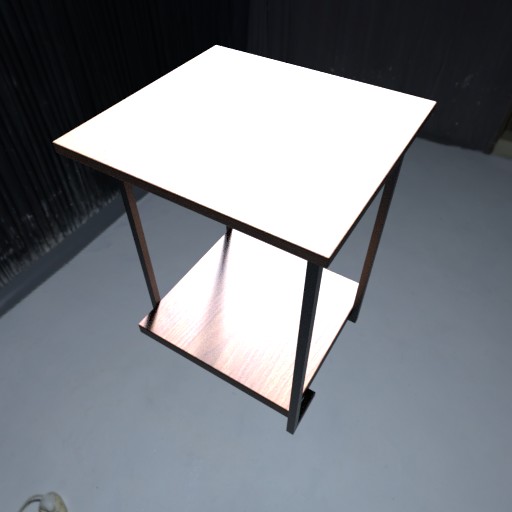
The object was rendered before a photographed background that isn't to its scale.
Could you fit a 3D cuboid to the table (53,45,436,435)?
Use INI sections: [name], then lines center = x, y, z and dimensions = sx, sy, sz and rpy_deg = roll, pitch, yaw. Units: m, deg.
[table]
center = 0.000, 0.000, 0.843
dimensions = 0.411, 0.567, 0.384
rpy_deg = 24, 51, 21
